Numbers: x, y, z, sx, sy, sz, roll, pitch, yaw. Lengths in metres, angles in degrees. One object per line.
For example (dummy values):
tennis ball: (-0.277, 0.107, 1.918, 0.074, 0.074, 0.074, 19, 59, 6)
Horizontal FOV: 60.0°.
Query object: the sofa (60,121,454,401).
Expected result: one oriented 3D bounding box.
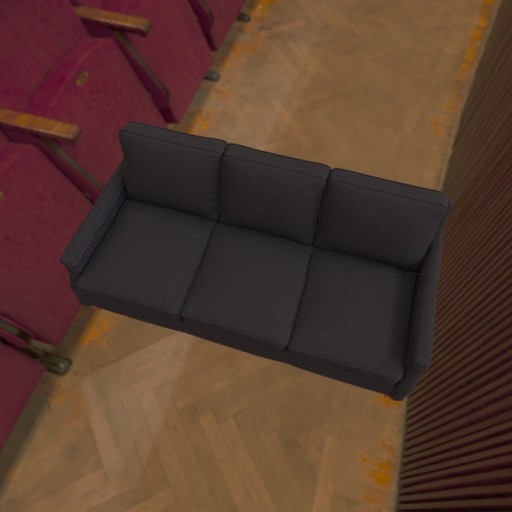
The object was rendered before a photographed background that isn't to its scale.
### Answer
sofa: (0.000, 0.000, 2.862, 2.246, 1.003, 1.084, 15, 61, 9)
